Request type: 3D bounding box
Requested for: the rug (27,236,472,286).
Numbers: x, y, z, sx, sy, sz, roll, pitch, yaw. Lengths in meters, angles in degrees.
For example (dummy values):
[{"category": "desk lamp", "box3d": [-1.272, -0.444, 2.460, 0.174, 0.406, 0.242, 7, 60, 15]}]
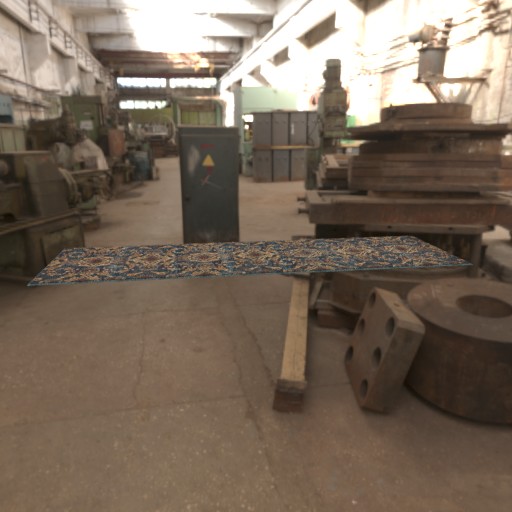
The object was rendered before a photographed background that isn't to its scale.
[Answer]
[{"category": "rug", "box3d": [0.000, 0.000, 2.584, 2.292, 0.014, 0.685, -2, 16, -8]}]
